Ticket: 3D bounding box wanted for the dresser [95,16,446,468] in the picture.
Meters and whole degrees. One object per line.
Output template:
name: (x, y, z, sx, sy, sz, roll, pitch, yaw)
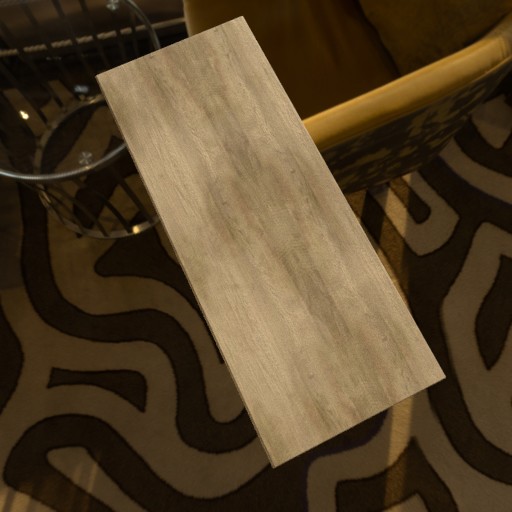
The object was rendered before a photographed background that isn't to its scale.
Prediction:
dresser: (0.000, 0.000, 1.407, 0.404, 0.816, 0.994, -25, 78, -6)
